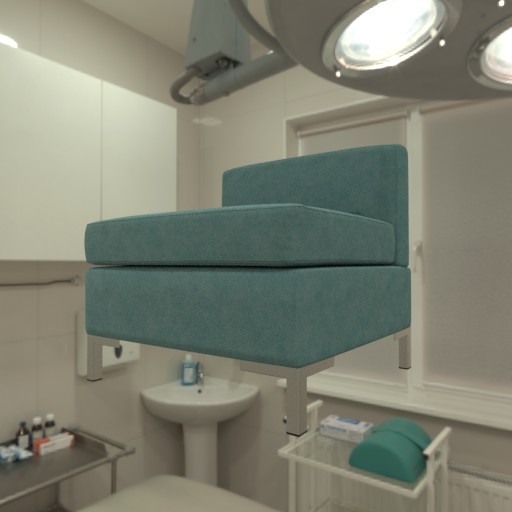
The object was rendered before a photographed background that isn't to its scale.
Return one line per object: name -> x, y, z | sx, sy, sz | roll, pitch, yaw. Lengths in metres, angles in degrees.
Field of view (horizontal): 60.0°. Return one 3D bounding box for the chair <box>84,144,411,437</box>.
chair -> 0.000, 0.000, 1.242 | 0.684, 0.660, 0.685 | -1, -1, 36
